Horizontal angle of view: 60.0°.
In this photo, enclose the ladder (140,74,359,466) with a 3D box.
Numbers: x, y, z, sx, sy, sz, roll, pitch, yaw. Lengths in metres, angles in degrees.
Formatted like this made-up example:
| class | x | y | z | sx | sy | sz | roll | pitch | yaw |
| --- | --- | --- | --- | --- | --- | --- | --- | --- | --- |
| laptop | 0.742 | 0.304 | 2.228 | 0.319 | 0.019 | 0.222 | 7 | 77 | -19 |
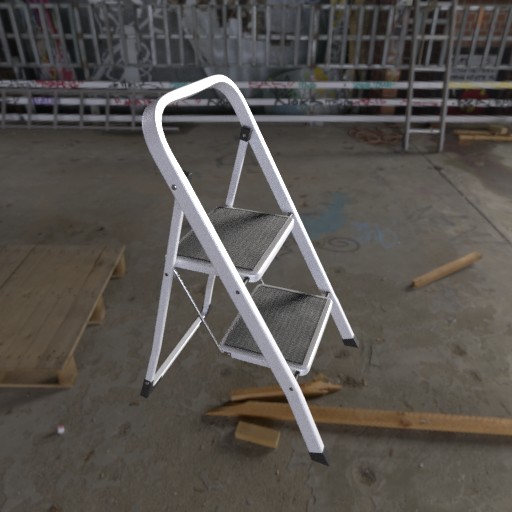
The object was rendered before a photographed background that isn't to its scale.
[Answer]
| class | x | y | z | sx | sy | sz | roll | pitch | yaw |
| --- | --- | --- | --- | --- | --- | --- | --- | --- | --- |
| ladder | 0.000 | 0.000 | 1.119 | 0.544 | 0.810 | 0.460 | 11 | 33 | 17 |
